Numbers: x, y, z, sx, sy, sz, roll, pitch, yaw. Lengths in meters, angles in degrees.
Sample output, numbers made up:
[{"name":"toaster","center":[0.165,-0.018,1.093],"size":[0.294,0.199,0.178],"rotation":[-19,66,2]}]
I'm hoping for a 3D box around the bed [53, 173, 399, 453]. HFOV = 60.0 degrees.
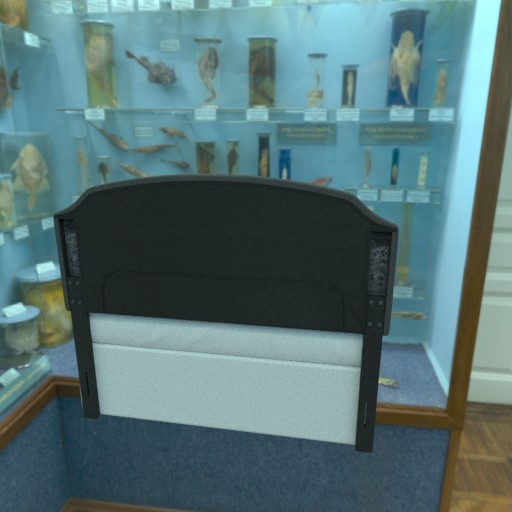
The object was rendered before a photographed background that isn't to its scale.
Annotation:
[{"name":"bed","center":[0.000,0.000,2.951],"size":[1.558,1.270,1.999],"rotation":[3,16,10]}]
